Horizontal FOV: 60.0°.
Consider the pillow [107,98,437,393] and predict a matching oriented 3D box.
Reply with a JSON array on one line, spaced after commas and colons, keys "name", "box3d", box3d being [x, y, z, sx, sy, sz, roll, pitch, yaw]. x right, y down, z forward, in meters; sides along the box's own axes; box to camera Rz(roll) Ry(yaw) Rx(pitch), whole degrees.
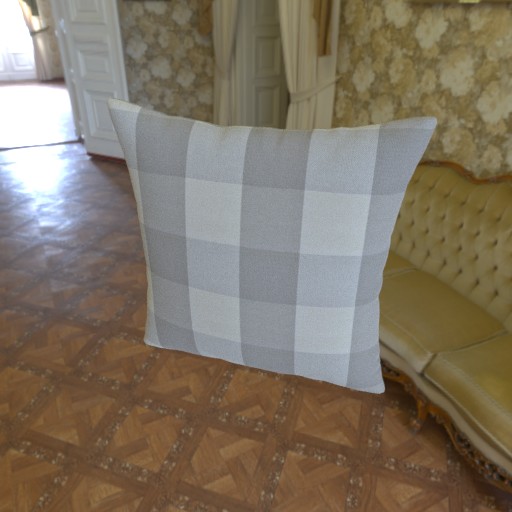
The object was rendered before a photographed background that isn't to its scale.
[{"name": "pillow", "box3d": [0.000, 0.000, 0.783, 0.511, 0.509, 0.161, 8, 30, 15]}]
